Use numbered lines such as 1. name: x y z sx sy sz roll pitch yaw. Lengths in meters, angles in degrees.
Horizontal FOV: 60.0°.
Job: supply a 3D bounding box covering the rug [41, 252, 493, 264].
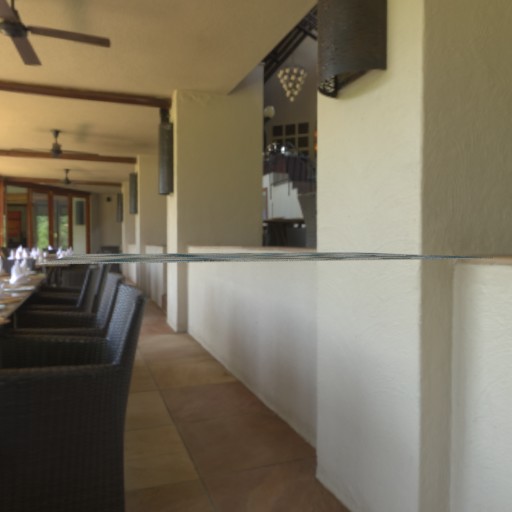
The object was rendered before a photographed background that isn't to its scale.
1. rug: 0.000 0.000 2.269 1.827 0.005 1.229 0 2 -17
